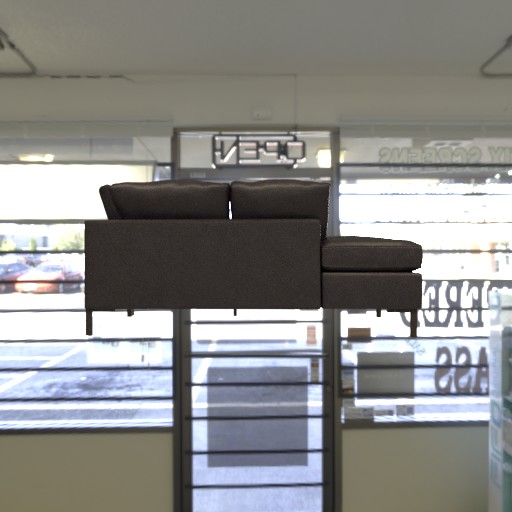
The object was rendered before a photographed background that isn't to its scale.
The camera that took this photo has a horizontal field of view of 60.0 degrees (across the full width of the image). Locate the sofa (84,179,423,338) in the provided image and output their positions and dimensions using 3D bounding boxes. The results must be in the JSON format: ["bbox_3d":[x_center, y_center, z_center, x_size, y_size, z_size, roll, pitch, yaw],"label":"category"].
[{"bbox_3d":[0.000,0.000,3.949,1.939,0.900,2.956,0,0,1],"label":"sofa"}]
